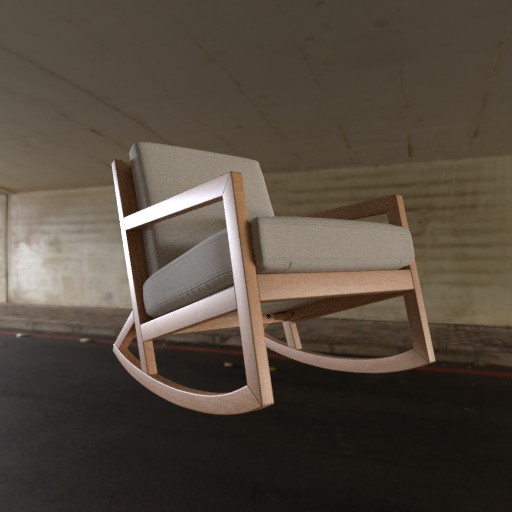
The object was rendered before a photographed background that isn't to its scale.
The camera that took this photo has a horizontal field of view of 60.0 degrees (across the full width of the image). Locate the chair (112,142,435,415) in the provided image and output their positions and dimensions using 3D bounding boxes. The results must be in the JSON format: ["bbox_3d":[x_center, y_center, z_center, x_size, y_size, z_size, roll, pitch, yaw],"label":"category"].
[{"bbox_3d":[0.000,0.000,1.403,0.622,0.790,0.857,0,0,-37],"label":"chair"}]
